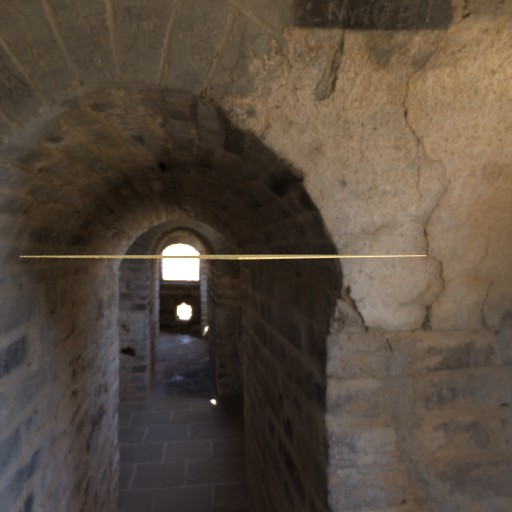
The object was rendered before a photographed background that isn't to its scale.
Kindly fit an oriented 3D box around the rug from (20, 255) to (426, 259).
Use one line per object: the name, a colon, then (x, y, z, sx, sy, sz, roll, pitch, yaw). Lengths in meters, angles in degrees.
rug: (0.000, 0.000, 2.892, 1.524, 0.006, 2.286, 0, 0, 36)
